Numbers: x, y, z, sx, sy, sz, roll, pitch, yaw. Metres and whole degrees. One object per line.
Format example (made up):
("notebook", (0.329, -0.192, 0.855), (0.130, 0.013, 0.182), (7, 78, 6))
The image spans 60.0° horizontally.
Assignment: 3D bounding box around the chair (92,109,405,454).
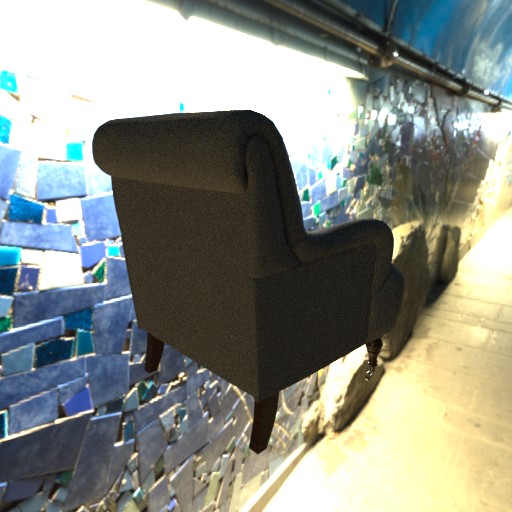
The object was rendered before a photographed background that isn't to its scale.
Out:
("chair", (0.000, 0.000, 1.567), (0.843, 0.942, 0.766), (-13, 20, -41))
